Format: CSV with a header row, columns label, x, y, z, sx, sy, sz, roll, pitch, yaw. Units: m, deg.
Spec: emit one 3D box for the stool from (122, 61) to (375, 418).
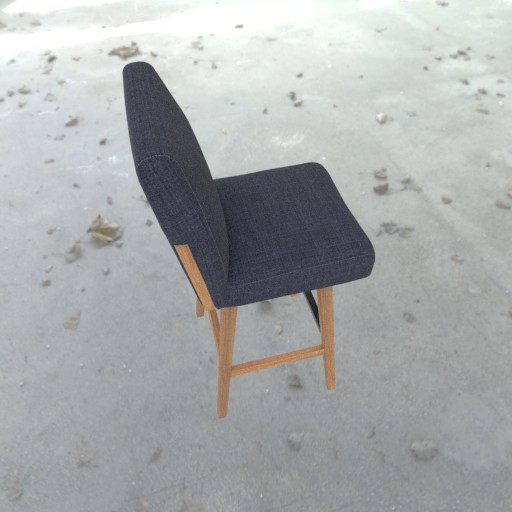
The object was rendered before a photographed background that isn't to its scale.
label,x,y,z,sx,sy,sz,roll,pitch,yaw
stool,0.000,0.000,1.372,0.570,1.112,0.483,-11,49,-10
